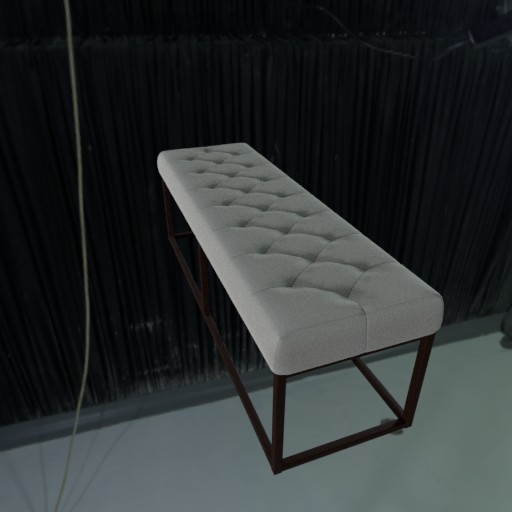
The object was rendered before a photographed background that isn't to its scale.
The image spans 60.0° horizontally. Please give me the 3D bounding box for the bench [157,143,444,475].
[{"bbox_3d":[0.000,0.000,1.733,0.479,0.488,1.488,-11,32,-18],"label":"bench"}]
